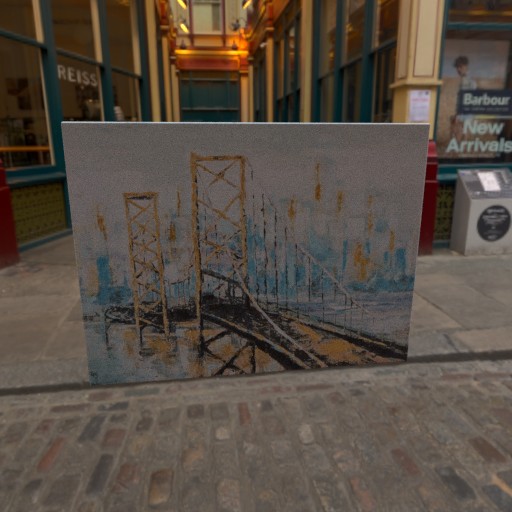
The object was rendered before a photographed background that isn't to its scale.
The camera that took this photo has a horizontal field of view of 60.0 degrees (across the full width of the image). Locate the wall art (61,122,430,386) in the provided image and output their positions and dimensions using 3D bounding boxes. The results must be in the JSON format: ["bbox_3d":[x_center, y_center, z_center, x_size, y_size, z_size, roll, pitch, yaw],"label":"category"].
[{"bbox_3d":[0.000,0.000,1.323,1.016,0.762,0.038,-2,15,-8],"label":"wall art"}]
